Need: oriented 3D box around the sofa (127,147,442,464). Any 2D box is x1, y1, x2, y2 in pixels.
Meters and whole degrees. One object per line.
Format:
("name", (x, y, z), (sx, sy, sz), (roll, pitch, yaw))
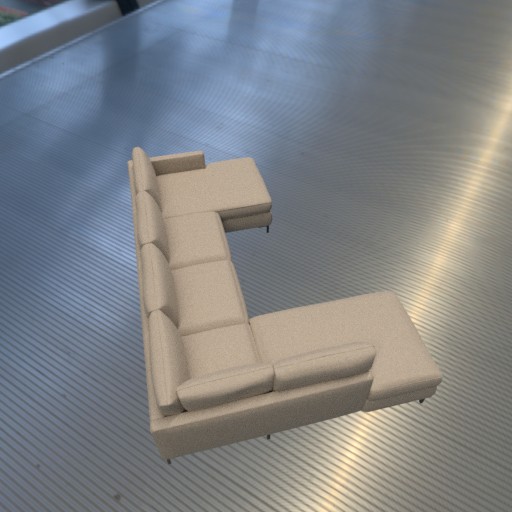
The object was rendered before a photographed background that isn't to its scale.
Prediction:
("sofa", (0.000, 0.000, 3.633), (1.879, 0.756, 2.737), (-10, 48, -9))
